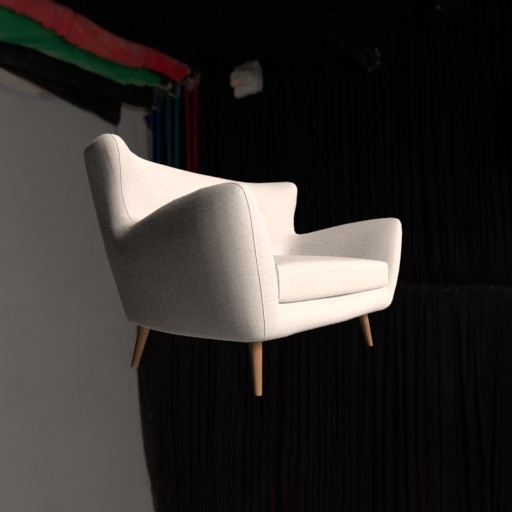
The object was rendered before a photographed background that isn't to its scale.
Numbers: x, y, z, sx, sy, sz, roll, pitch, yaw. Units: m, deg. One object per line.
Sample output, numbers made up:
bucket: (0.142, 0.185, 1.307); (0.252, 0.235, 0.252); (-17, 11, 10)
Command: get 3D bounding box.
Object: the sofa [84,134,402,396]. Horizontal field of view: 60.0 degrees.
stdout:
sofa: (0.000, 0.000, 1.993); (0.921, 0.878, 1.424); (0, 0, 35)
